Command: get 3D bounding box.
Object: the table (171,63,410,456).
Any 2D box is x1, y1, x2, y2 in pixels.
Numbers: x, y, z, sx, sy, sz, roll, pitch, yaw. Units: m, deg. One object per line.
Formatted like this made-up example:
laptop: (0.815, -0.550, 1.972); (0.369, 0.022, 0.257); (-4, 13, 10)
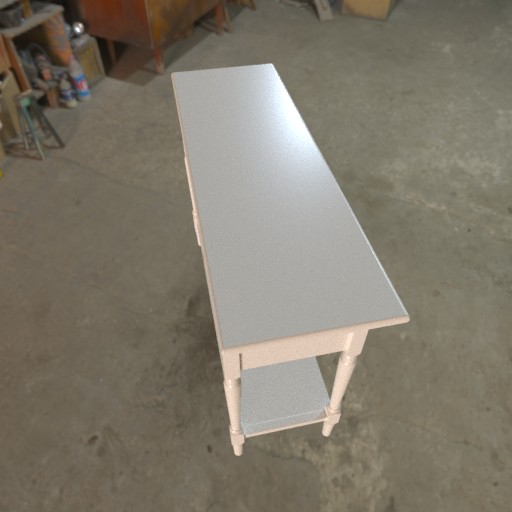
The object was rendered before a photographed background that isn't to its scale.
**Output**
table: (0.000, 0.000, 1.555); (0.386, 0.814, 1.191); (-9, 48, -8)
